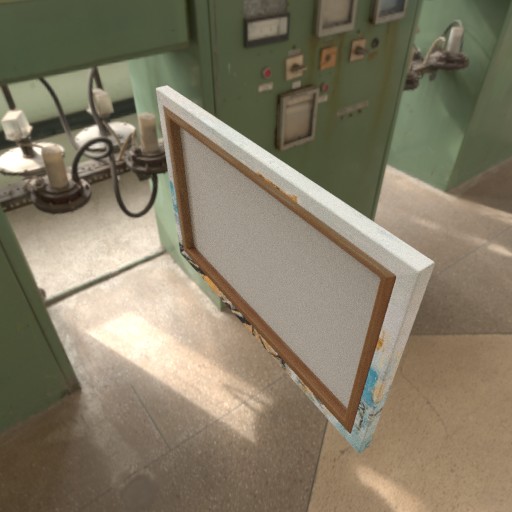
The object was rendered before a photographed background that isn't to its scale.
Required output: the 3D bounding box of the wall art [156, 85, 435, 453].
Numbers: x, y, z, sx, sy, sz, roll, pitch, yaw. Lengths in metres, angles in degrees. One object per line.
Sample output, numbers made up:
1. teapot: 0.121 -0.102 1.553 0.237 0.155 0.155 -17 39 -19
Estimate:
1. wall art: 0.000 0.000 1.160 0.038 0.609 0.913 -25 47 -26
